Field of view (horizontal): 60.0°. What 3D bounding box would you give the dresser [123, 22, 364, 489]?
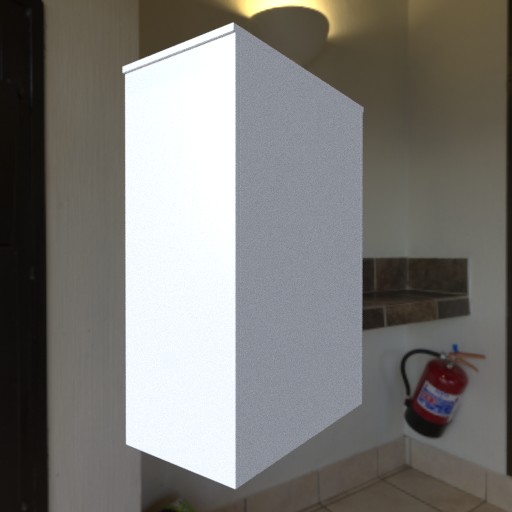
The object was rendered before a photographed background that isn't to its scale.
[{"bbox_3d":[0.000,0.000,1.367,0.401,1.021,0.704,0,1,37],"label":"dresser"}]
